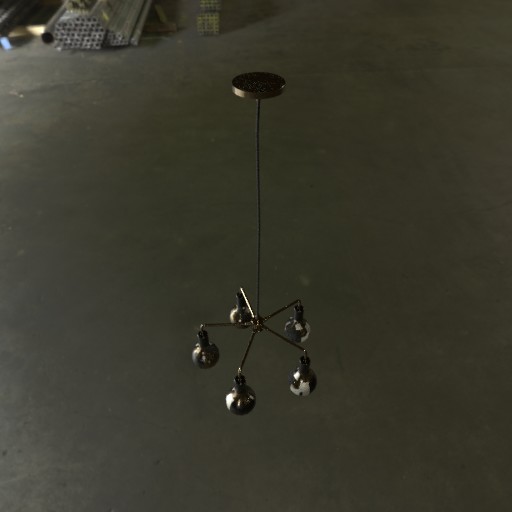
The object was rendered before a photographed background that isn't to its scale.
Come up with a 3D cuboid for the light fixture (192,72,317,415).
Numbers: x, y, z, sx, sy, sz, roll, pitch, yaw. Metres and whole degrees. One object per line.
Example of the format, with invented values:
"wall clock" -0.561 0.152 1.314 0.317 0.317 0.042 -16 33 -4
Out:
"light fixture" 0.000 0.000 1.245 0.438 0.988 0.421 -13 44 -14
